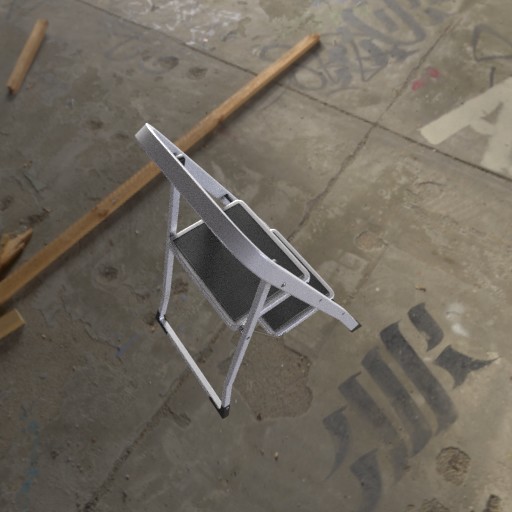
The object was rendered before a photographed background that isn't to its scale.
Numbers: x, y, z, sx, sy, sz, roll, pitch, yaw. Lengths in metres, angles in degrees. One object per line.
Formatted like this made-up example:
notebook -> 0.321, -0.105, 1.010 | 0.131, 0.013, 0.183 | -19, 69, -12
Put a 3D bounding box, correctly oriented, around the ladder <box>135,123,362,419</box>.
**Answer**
ladder -> 0.000, 0.000, 1.154 | 0.544, 0.810, 0.460 | -32, 63, -18
